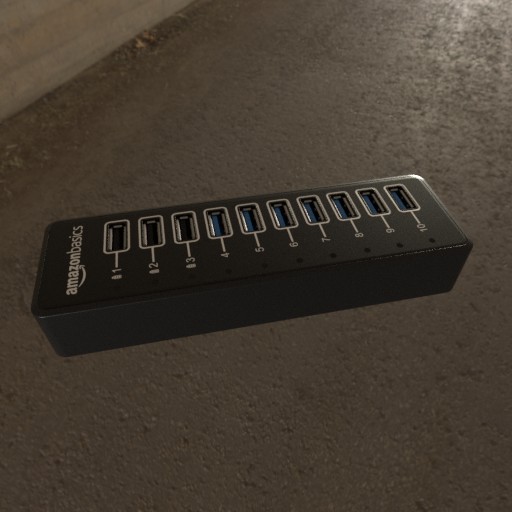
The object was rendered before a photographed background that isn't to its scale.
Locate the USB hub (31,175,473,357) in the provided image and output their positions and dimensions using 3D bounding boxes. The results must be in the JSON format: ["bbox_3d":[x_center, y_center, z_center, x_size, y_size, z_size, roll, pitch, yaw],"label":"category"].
[{"bbox_3d":[0.000,0.000,0.162,0.145,0.023,0.044,-8,46,-8],"label":"USB hub"}]
